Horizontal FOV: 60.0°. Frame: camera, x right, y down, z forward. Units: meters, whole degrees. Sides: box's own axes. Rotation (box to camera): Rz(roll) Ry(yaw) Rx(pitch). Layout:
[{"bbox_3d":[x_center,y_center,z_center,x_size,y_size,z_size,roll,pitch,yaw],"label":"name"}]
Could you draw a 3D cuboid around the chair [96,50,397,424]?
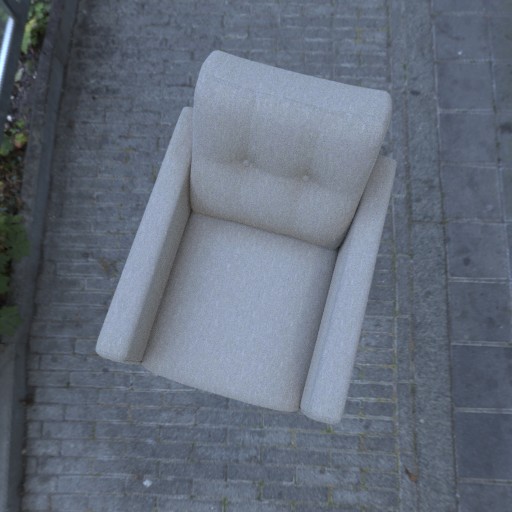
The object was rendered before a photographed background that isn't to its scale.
[{"bbox_3d":[0.000,0.000,1.803,0.897,0.965,1.128,15,77,4],"label":"chair"}]
